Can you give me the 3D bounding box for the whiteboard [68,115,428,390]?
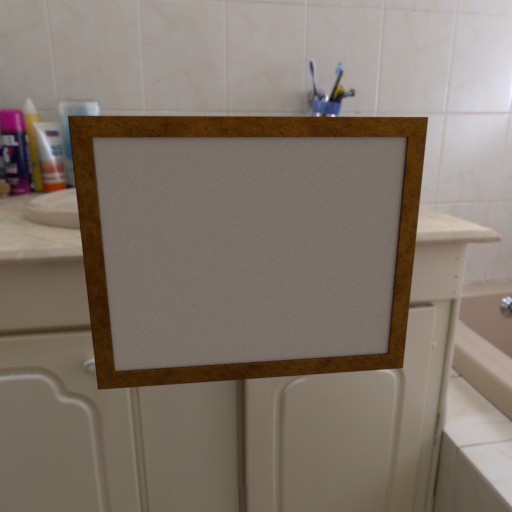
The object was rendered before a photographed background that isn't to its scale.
[{"bbox_3d":[0.000,0.000,0.762,0.561,0.457,0.029,-2,16,-7],"label":"whiteboard"}]
